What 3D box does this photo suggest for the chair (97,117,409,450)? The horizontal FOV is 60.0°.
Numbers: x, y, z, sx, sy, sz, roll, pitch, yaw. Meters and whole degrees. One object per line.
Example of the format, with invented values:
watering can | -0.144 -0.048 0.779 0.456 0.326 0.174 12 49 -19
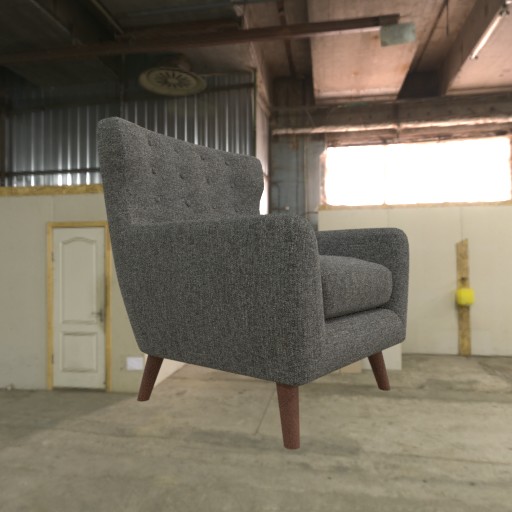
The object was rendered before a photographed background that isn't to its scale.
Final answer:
chair | 0.000 0.000 1.722 0.940 1.039 0.889 0 0 38
